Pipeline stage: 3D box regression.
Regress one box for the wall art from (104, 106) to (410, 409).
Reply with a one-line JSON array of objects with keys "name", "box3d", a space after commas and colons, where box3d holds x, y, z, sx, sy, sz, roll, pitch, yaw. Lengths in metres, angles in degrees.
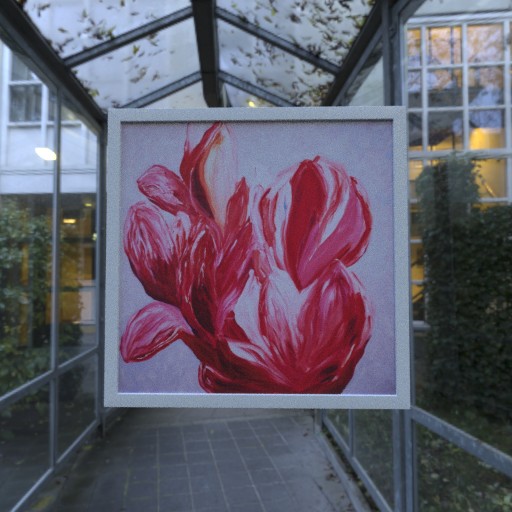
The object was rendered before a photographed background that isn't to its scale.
[{"name": "wall art", "box3d": [0.000, 0.000, 0.679, 0.455, 0.453, 0.023, 0, -2, 1]}]
